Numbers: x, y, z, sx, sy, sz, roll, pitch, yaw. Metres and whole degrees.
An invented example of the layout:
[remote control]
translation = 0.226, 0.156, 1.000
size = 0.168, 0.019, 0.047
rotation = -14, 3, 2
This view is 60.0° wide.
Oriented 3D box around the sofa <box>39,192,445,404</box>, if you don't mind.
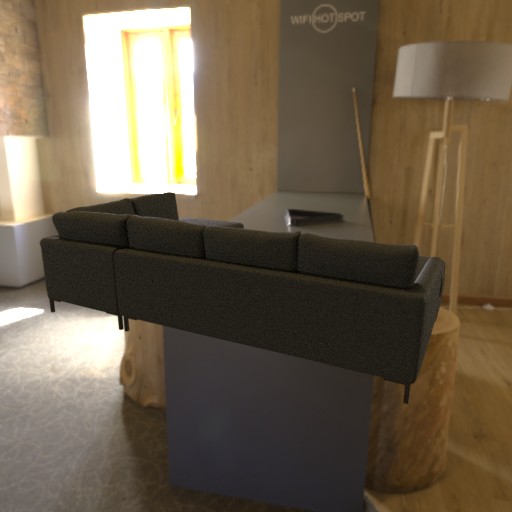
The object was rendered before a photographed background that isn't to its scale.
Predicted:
[sofa]
translation = 0.000, 0.000, 3.779
size = 2.975, 0.858, 1.984
rotation = 8, 17, 26
